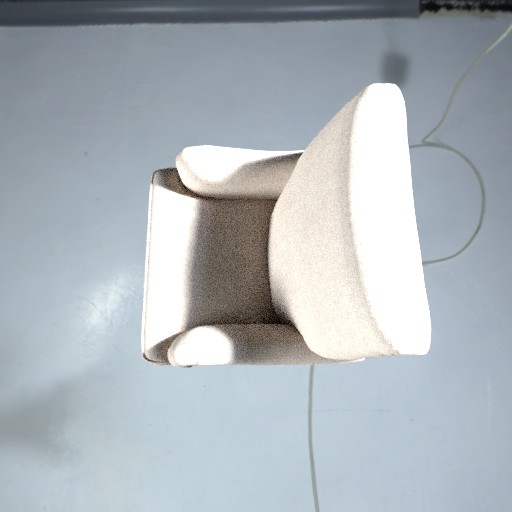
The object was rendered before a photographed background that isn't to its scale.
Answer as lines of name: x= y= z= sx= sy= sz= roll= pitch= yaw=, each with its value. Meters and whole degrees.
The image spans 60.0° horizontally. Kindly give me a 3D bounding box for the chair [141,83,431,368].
chair: x=0.000 y=0.000 z=1.812 sx=0.953 sy=1.119 sz=0.879 roll=-1 pitch=74 yaw=0
